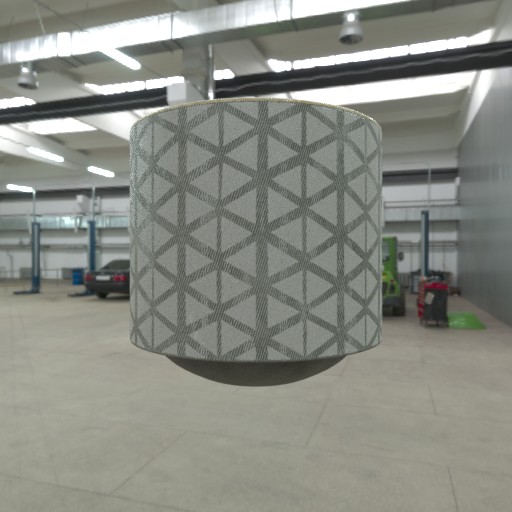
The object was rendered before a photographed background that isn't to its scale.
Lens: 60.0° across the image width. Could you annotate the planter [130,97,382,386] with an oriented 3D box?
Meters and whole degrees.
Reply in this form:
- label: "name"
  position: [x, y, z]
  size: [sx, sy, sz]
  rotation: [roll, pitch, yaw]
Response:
- label: "planter"
  position: [0.000, 0.000, 0.457]
  size: [0.250, 0.239, 0.250]
  rotation: [0, 0, 0]
